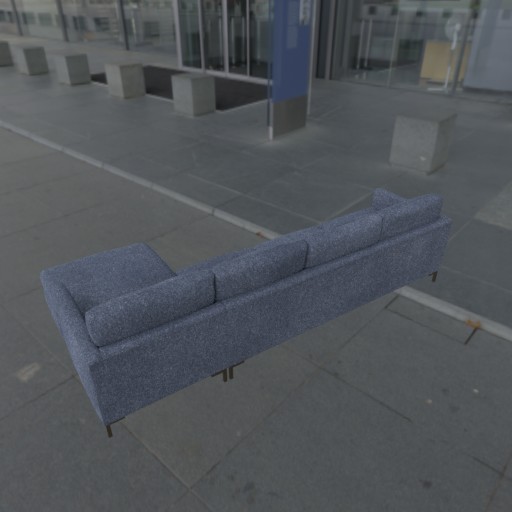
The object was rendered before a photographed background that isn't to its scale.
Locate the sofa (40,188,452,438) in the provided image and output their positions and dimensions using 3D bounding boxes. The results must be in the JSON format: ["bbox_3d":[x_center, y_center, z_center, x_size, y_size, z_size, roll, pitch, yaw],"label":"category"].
[{"bbox_3d":[0.000,0.000,3.428,2.932,0.810,1.350,-19,36,-28],"label":"sofa"}]
